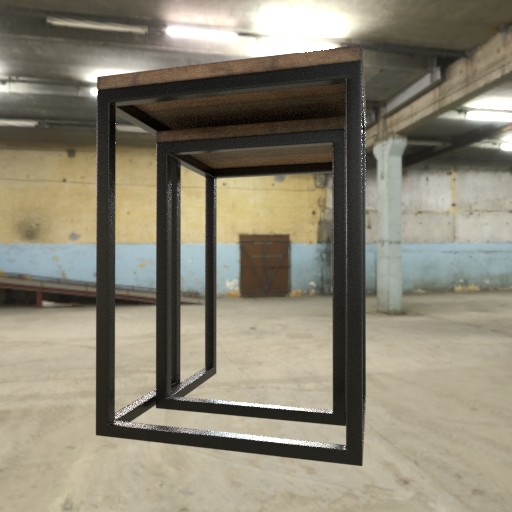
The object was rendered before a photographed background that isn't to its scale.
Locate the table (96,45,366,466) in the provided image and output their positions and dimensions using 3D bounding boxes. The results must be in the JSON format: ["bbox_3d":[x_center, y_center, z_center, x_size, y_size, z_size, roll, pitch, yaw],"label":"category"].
[{"bbox_3d":[0.000,0.000,0.915,0.456,0.615,0.460,0,-1,17],"label":"table"}]
